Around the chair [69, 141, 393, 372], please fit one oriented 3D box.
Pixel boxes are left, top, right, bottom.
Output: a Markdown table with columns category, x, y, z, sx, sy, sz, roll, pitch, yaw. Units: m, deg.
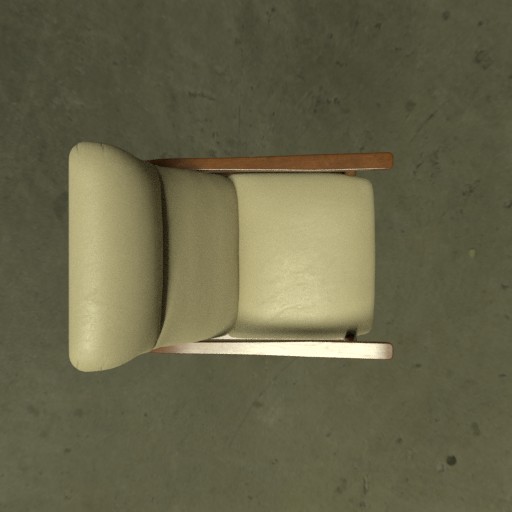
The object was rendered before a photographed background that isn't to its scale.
| category | x | y | z | sx | sy | sz | roll | pitch | yaw |
| --- | --- | --- | --- | --- | --- | --- | --- | --- | --- |
| chair | 0.000 | 0.000 | 1.715 | 1.014 | 1.082 | 0.762 | 0 | 90 | 0 |
